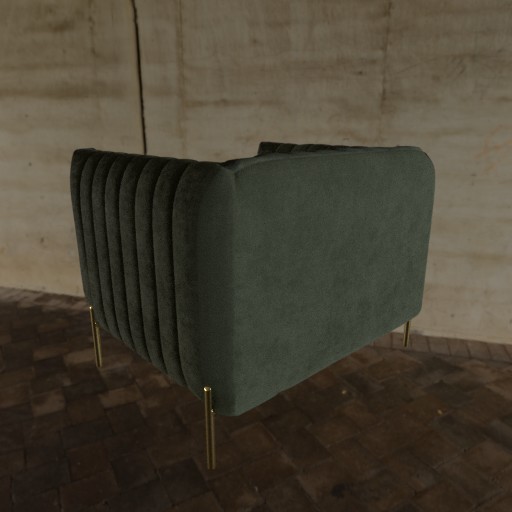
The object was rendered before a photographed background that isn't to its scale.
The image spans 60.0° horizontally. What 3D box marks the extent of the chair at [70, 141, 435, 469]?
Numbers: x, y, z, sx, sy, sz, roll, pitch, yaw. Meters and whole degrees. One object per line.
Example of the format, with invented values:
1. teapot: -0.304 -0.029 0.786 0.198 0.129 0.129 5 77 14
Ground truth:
1. chair: 0.000 0.000 1.623 1.032 0.794 0.877 -15 22 -40
